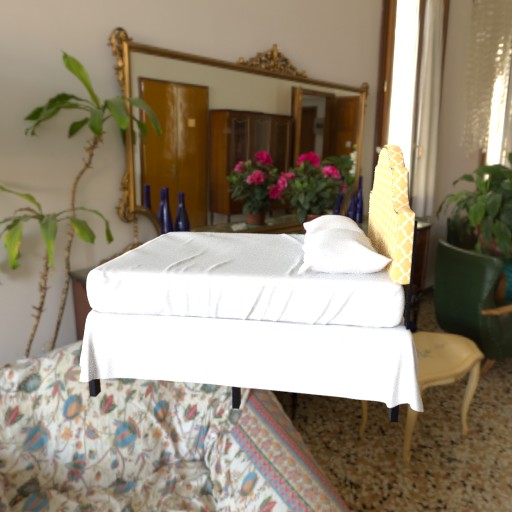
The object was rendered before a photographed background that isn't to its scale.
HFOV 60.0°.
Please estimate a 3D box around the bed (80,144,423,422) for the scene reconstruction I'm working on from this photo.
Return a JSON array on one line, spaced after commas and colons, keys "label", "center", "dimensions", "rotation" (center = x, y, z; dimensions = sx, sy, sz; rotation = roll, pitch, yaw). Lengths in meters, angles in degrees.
[{"label": "bed", "center": [0.000, 0.000, 3.359], "dimensions": [2.222, 1.633, 1.780], "rotation": [2, 13, 8]}]
